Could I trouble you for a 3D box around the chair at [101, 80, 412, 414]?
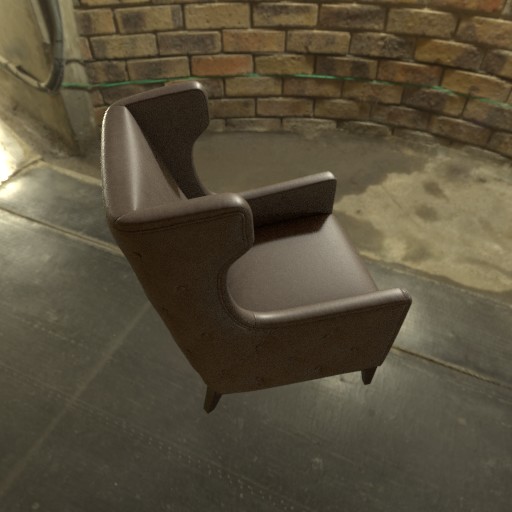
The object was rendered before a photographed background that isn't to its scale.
[{"bbox_3d":[0.000,0.000,1.654,0.899,1.079,0.769,-10,47,-10],"label":"chair"}]
